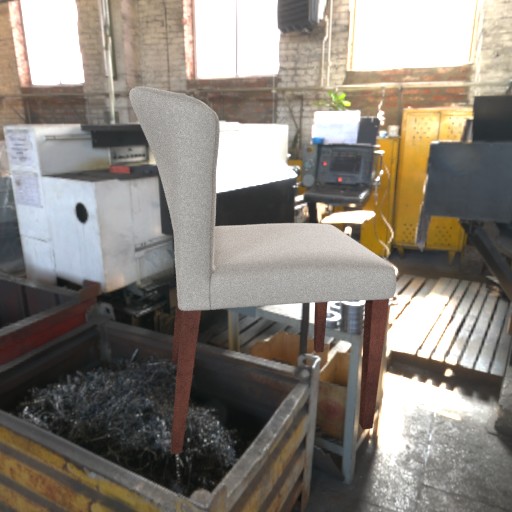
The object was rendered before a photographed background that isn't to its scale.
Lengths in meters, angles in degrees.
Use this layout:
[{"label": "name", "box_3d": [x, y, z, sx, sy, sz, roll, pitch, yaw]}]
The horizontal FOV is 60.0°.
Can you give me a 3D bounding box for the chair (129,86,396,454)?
[{"label": "chair", "box_3d": [0.000, 0.000, 1.190, 0.592, 0.839, 0.491, -3, 17, -9]}]
